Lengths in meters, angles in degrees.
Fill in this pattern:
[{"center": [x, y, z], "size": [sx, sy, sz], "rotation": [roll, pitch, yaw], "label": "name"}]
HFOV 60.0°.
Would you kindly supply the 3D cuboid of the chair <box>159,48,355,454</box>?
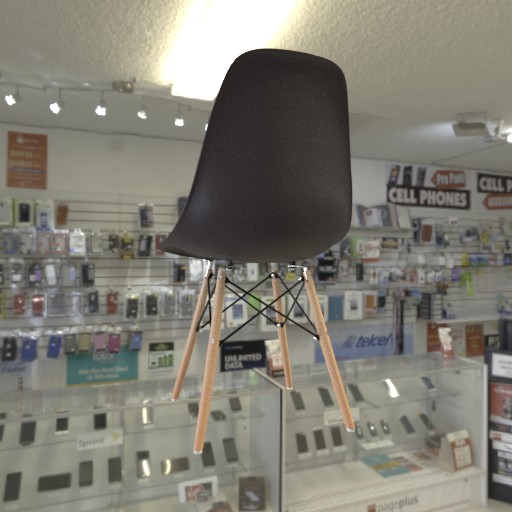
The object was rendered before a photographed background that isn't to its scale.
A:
[{"center": [0.000, 0.000, 1.145], "size": [0.470, 0.825, 0.533], "rotation": [0, 0, -19], "label": "chair"}]
